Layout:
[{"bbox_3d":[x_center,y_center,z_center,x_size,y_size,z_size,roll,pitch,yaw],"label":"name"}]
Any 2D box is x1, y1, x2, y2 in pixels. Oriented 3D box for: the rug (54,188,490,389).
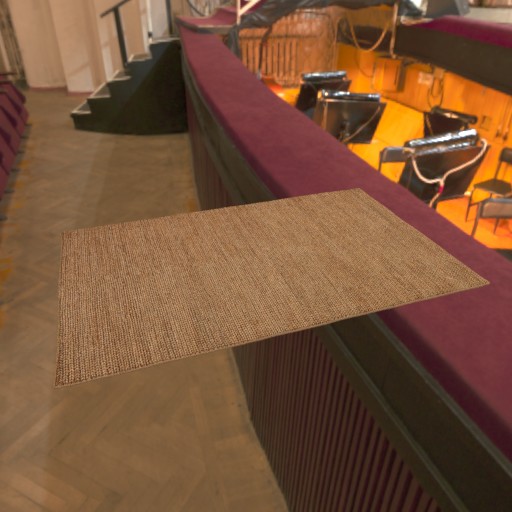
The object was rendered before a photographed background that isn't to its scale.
[{"bbox_3d":[0.000,0.000,2.916,2.438,0.034,1.521,-11,33,-16],"label":"rug"}]
